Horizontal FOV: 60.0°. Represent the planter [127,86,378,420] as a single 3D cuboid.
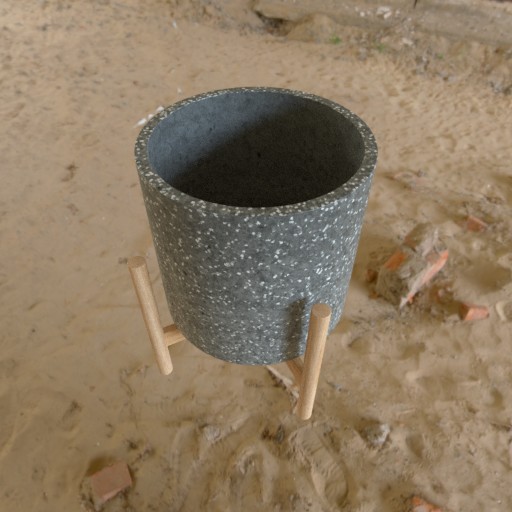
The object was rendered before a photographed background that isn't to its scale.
[{"bbox_3d":[0.000,0.000,0.709,0.360,0.419,0.360,-3,45,-3],"label":"planter"}]
